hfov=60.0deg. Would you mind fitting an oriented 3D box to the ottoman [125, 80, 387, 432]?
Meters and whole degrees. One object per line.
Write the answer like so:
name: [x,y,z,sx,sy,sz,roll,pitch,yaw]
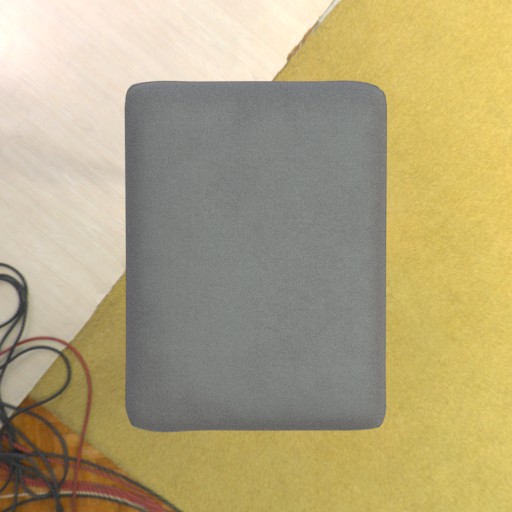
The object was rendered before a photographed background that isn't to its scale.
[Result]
ottoman: [0.000,0.000,1.156,0.608,0.449,0.811,0,90,0]
